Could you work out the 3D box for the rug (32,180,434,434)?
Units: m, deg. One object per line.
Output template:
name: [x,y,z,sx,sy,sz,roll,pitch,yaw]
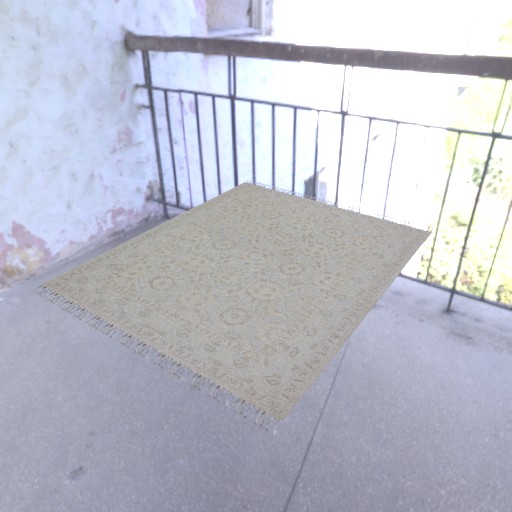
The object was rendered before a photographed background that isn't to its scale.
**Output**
rug: [0.000,0.000,4.115,2.444,0.013,3.043,20,36,30]
